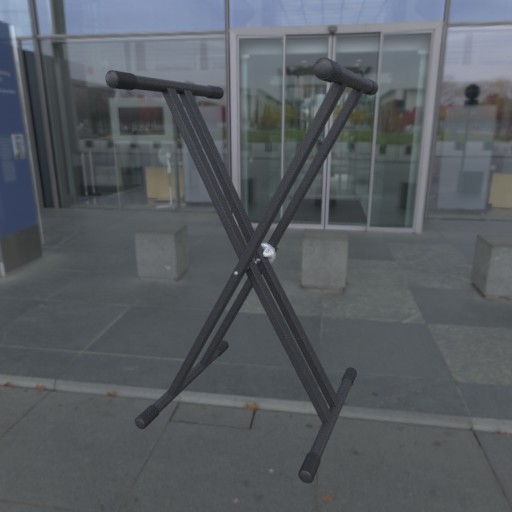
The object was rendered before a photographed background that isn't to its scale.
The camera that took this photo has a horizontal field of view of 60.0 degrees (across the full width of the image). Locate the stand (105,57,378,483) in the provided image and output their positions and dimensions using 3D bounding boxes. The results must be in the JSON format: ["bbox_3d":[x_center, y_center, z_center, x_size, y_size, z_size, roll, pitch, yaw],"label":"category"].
[{"bbox_3d":[0.000,0.000,1.192,0.503,0.900,0.495,7,18,23],"label":"stand"}]
